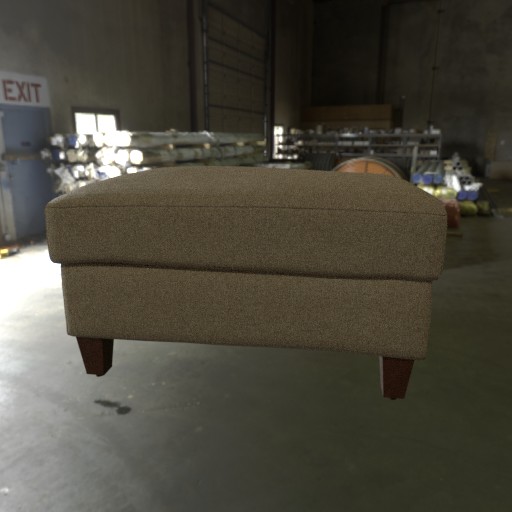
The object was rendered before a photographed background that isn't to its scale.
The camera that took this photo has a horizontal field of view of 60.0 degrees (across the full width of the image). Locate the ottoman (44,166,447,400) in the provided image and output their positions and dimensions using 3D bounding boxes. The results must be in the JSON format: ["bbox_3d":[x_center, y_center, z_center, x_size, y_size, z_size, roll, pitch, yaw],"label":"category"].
[{"bbox_3d":[0.000,0.000,1.297,0.889,0.511,0.692,2,15,8],"label":"ottoman"}]
